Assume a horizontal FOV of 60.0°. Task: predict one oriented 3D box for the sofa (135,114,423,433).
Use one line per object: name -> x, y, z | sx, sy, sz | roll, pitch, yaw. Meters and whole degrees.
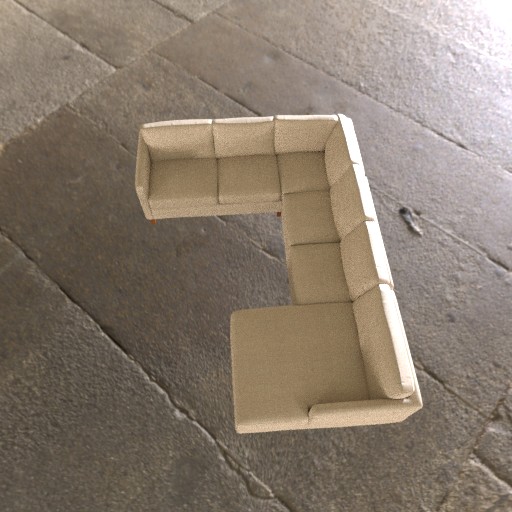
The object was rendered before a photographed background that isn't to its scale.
sofa -> 0.000, 0.000, 4.710 | 2.594, 0.961, 3.460 | -4, 60, -2
